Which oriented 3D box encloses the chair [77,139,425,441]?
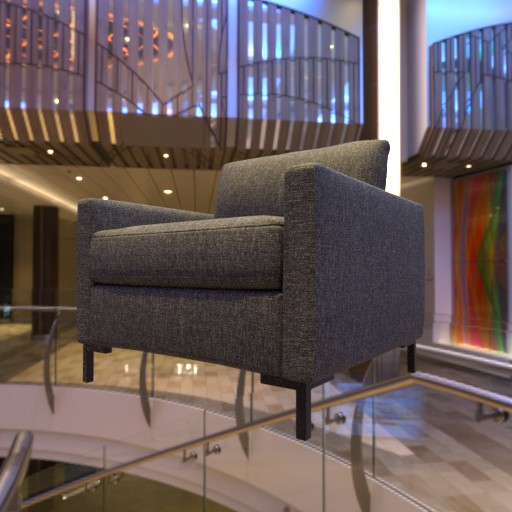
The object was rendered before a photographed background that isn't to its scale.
[{"bbox_3d":[0.000,0.000,1.582,0.963,0.861,0.866,-1,-2,36],"label":"chair"}]
